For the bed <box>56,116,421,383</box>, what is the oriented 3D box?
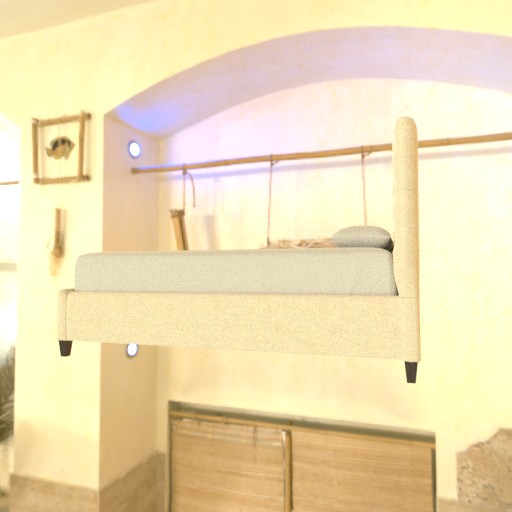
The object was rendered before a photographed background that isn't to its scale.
[{"bbox_3d":[0.000,0.000,3.506,2.387,1.427,1.698,-1,-2,19],"label":"bed"}]
